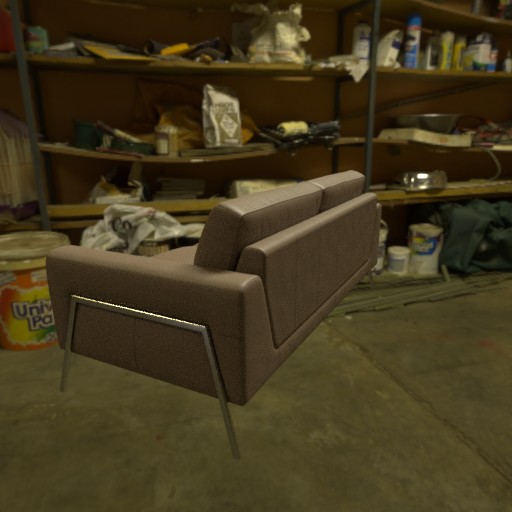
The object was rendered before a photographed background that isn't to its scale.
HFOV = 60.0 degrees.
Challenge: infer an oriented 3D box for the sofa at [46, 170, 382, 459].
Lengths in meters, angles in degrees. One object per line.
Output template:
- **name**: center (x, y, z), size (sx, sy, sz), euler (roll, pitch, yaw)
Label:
- **sofa**: center (0.000, 0.000, 2.511), size (0.953, 0.875, 2.017), euler (8, 17, 27)
